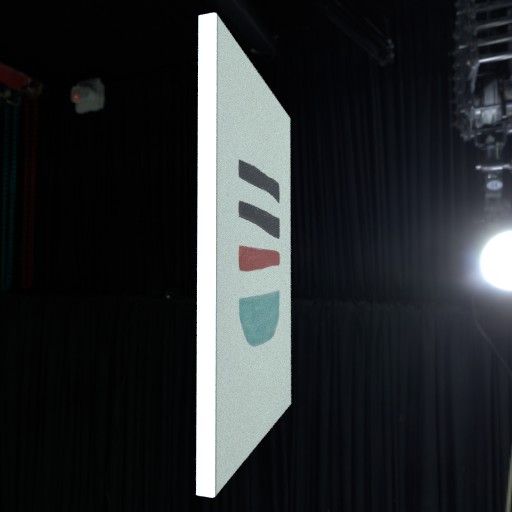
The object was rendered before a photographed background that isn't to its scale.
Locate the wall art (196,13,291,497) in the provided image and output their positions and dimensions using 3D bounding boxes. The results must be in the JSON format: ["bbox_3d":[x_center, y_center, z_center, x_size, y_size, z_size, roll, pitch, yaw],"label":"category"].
[{"bbox_3d":[0.000,0.000,1.126,0.038,0.912,0.607,-1,-2,18],"label":"wall art"}]
